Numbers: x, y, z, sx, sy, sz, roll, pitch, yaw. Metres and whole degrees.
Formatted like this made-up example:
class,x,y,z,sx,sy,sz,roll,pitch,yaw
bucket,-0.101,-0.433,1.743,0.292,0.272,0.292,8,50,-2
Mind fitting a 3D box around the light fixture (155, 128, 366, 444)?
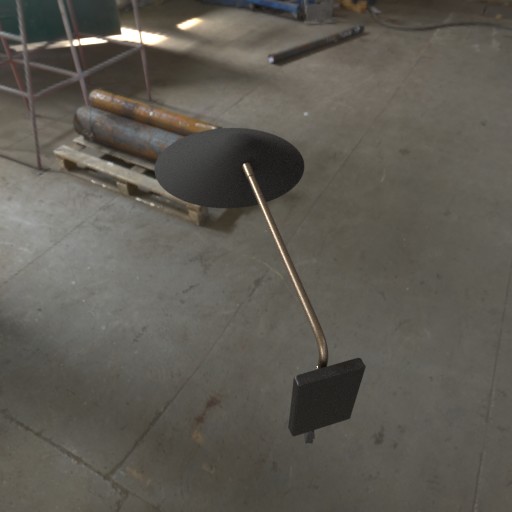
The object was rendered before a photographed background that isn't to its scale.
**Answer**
class,x,y,z,sx,sy,sz,roll,pitch,yaw
light fixture,0.000,0.000,0.674,0.240,0.312,0.516,-12,45,-13
